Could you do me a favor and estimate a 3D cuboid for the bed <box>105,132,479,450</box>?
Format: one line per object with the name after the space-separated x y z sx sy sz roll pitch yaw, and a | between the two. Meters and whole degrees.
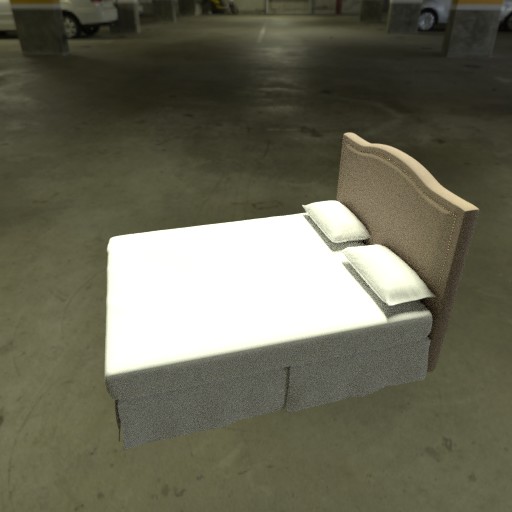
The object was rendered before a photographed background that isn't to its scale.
0.000 0.000 3.372 2.282 1.436 1.821 -8 32 -13 | bed
